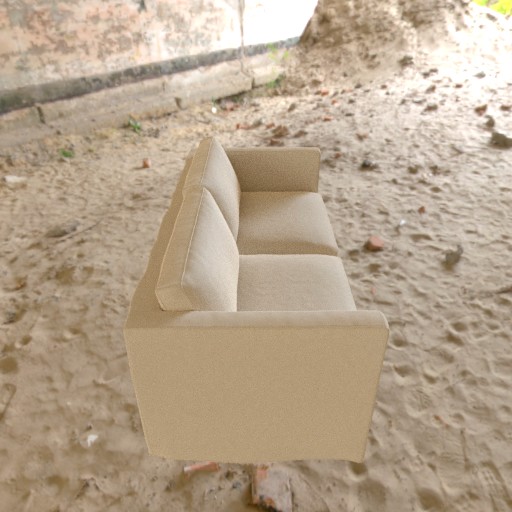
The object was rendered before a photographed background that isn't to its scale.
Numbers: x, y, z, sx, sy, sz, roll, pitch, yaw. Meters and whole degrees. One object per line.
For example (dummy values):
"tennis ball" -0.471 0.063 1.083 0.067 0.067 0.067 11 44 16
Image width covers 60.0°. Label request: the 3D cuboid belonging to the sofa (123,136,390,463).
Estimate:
"sofa" 0.000 0.000 2.485 0.940 0.870 1.987 0 32 0
